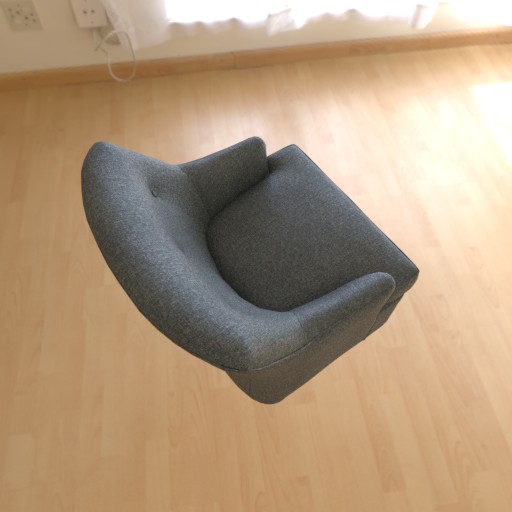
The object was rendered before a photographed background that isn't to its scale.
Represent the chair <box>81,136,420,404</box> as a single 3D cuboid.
[{"bbox_3d":[0.000,0.000,1.596,0.923,0.856,0.864,-30,63,-17],"label":"chair"}]
